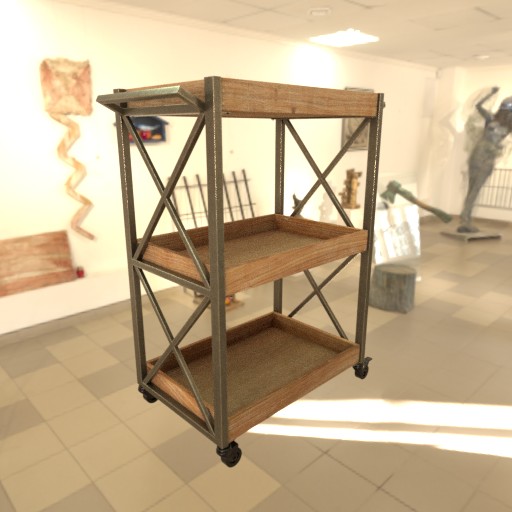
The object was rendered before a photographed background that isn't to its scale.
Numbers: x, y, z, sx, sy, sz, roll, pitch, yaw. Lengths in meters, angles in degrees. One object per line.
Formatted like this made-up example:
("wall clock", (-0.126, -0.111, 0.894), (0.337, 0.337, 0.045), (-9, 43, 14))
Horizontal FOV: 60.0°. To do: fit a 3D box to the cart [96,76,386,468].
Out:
("cart", (0.000, 0.000, 1.195), (0.673, 0.835, 0.377), (-15, 22, -42))
